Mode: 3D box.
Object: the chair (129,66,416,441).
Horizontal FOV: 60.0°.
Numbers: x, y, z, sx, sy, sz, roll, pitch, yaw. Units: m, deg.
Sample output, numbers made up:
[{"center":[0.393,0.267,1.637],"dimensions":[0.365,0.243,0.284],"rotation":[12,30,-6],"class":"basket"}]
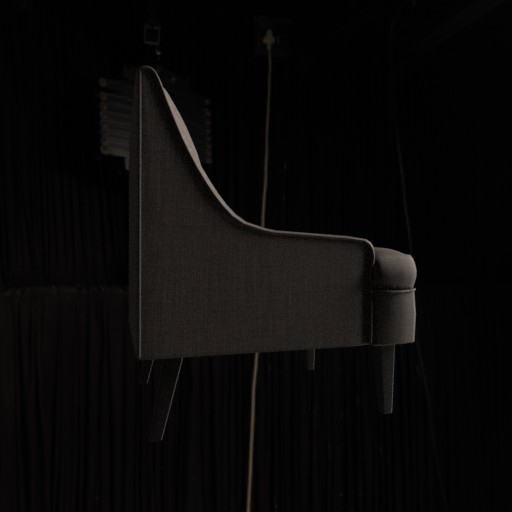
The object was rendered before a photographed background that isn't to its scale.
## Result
[{"center":[0.000,0.000,1.424],"dimensions":[0.771,0.891,0.655],"rotation":[0,-1,-17],"class":"chair"}]
